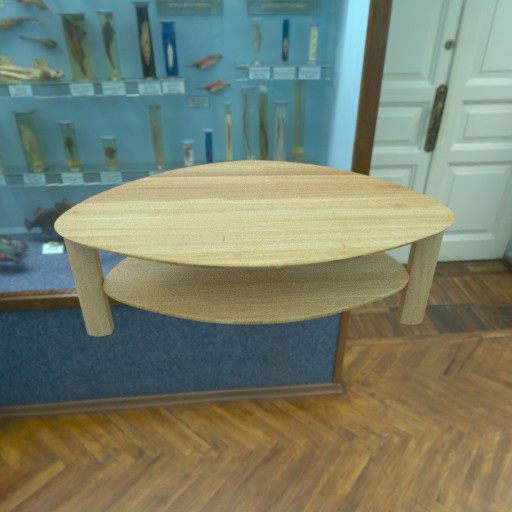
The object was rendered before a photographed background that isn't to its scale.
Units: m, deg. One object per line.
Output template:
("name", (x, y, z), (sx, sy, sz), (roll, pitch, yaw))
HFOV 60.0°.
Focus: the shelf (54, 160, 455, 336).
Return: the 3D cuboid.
("shelf", (0.000, 0.000, 1.610), (1.246, 0.440, 0.845), (-2, 31, -3))
